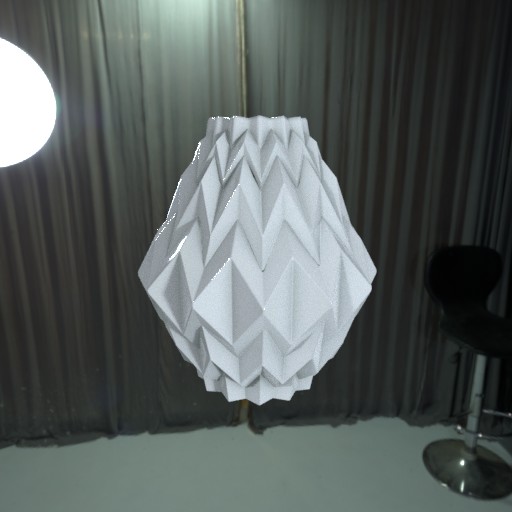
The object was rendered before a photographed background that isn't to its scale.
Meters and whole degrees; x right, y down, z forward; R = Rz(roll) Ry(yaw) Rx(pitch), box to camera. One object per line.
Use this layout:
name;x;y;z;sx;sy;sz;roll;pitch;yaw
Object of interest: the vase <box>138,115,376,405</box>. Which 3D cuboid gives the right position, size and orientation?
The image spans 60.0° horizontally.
vase;0.000;0.000;0.311;0.164;0.185;0.164;0;14;0
